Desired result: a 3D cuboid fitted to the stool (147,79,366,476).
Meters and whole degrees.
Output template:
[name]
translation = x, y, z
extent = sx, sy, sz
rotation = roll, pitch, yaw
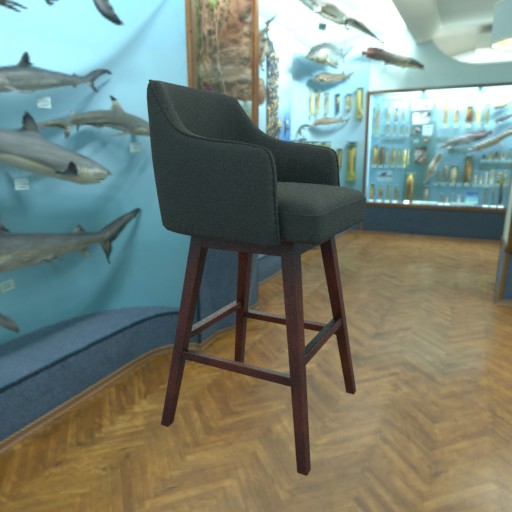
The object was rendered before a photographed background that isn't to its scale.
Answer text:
[stool]
translation = 0.000, 0.000, 1.356
extent = 0.558, 1.012, 0.548
rotation = 7, 15, 27
